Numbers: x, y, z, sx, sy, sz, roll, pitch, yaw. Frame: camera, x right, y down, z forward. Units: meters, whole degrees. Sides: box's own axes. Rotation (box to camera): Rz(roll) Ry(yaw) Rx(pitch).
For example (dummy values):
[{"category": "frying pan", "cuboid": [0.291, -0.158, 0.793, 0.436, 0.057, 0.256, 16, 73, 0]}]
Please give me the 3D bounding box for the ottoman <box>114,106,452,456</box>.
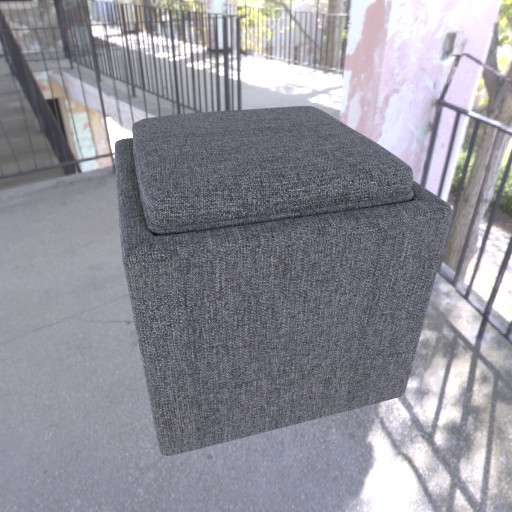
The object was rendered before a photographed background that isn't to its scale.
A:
[{"category": "ottoman", "cuboid": [0.000, 0.000, 0.827, 0.450, 0.460, 0.450, -9, 33, -14]}]
